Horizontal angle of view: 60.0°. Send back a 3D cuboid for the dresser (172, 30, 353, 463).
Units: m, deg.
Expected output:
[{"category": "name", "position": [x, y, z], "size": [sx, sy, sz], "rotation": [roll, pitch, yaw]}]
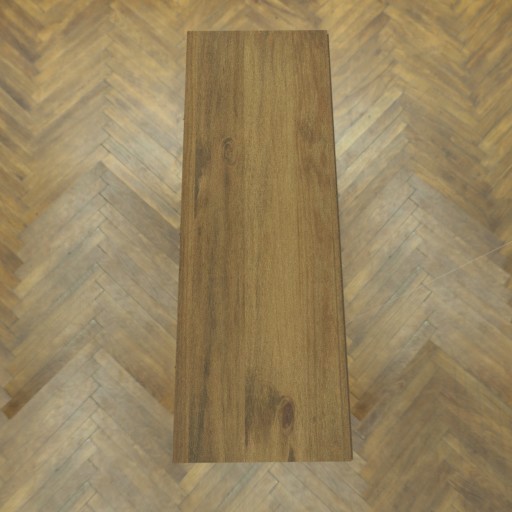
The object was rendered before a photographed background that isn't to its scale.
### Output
[{"category": "dresser", "position": [0.000, 0.000, 1.643], "size": [0.479, 0.825, 1.261], "rotation": [0, 76, 0]}]
